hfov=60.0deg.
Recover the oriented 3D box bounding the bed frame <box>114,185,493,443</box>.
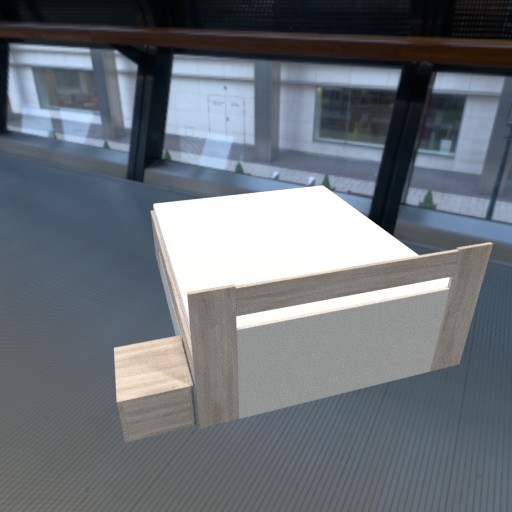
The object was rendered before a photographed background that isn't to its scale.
[{"bbox_3d":[0.000,0.000,3.188,2.040,0.860,2.050,-8,29,-15],"label":"bed frame"}]
